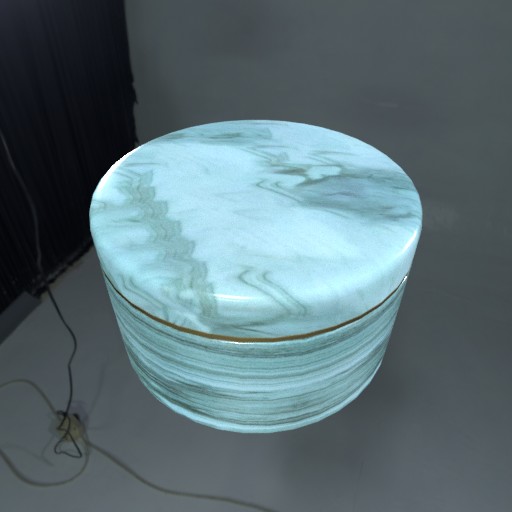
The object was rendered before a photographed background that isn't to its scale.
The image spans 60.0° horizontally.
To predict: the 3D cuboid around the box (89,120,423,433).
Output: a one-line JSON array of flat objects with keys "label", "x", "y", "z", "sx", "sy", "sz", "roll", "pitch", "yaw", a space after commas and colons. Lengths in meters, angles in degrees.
[{"label": "box", "x": 0.000, "y": 0.000, "z": 0.157, "sx": 0.101, "sy": 0.063, "sz": 0.101, "roll": 0, "pitch": 40, "yaw": 0}]
